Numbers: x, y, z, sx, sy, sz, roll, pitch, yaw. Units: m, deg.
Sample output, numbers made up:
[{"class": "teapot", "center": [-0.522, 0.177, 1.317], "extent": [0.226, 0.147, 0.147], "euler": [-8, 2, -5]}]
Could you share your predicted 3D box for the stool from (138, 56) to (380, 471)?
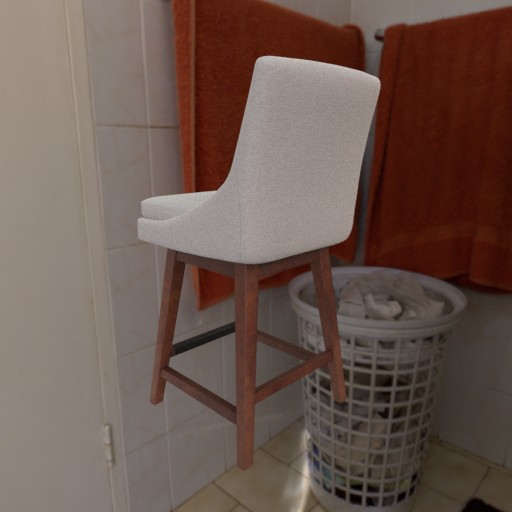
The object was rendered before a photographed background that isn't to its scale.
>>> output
[{"class": "stool", "center": [0.000, 0.000, 1.310], "extent": [0.559, 0.991, 0.469], "euler": [14, 20, 43]}]
